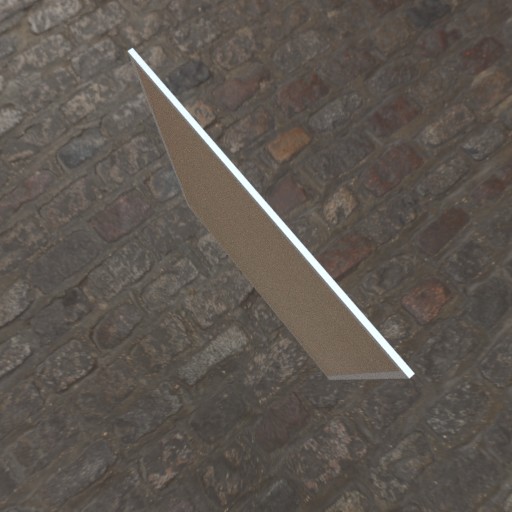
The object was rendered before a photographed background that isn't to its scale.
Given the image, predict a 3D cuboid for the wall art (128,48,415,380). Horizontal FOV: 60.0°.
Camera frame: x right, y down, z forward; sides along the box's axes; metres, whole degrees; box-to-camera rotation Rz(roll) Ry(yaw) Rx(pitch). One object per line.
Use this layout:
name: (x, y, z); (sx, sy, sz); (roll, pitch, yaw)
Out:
wall art: (0.000, 0.000, 0.672); (0.007, 0.456, 0.456); (-38, 78, -10)
